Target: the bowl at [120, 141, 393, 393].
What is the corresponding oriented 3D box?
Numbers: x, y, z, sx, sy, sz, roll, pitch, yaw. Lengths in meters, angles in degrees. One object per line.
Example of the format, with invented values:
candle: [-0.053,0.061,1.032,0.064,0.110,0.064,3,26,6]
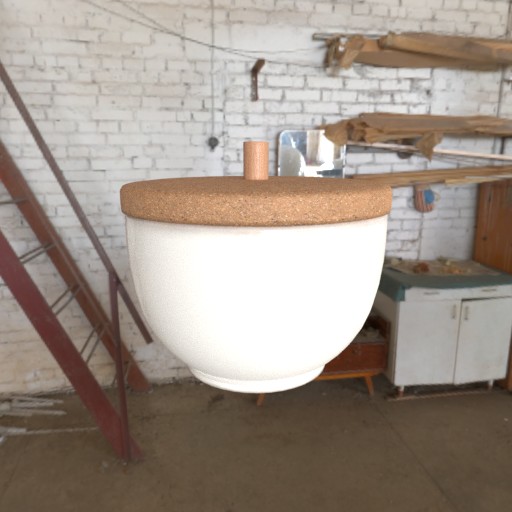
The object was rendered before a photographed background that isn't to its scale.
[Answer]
bowl: [0.000,0.000,0.221,0.126,0.110,0.126,0,12,0]
